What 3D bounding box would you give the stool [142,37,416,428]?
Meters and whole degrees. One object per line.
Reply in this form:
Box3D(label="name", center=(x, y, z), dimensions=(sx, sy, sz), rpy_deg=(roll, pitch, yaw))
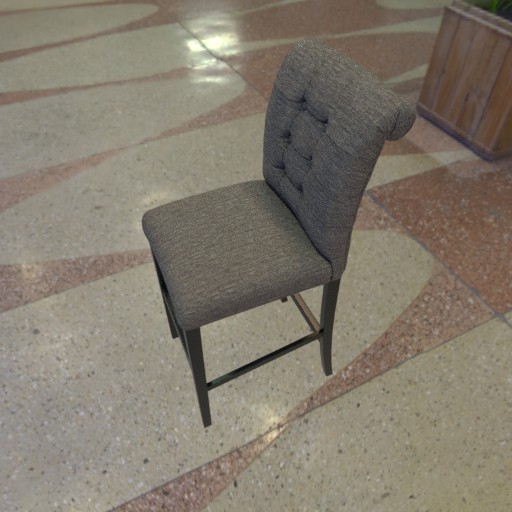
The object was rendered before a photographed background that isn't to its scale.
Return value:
Box3D(label="stool", center=(0.000, 0.000, 1.409), dimensions=(0.613, 1.131, 0.452), rpy_deg=(-17, 48, -16))
